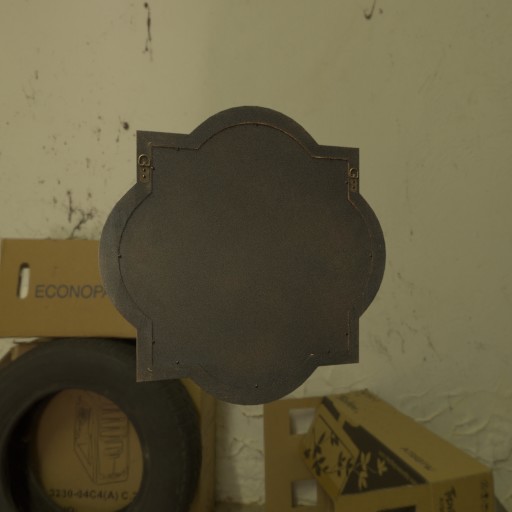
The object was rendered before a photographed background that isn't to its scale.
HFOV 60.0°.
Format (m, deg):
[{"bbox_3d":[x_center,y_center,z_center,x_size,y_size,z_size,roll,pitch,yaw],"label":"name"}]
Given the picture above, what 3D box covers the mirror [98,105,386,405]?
[{"bbox_3d":[0.000,0.000,1.049,0.686,0.686,0.019,0,1,-18],"label":"mirror"}]
